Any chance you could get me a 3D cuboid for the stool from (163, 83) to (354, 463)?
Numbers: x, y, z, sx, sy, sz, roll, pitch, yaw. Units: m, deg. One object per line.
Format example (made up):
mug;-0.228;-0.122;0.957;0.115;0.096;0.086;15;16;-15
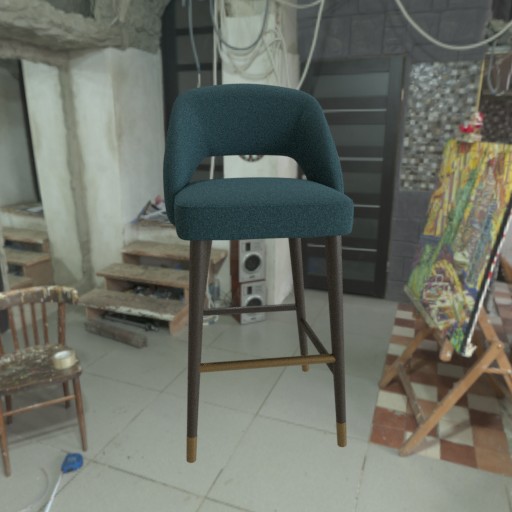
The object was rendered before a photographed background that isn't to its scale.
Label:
stool;0.000;0.000;1.363;0.536;1.032;0.522;-2;16;-8
